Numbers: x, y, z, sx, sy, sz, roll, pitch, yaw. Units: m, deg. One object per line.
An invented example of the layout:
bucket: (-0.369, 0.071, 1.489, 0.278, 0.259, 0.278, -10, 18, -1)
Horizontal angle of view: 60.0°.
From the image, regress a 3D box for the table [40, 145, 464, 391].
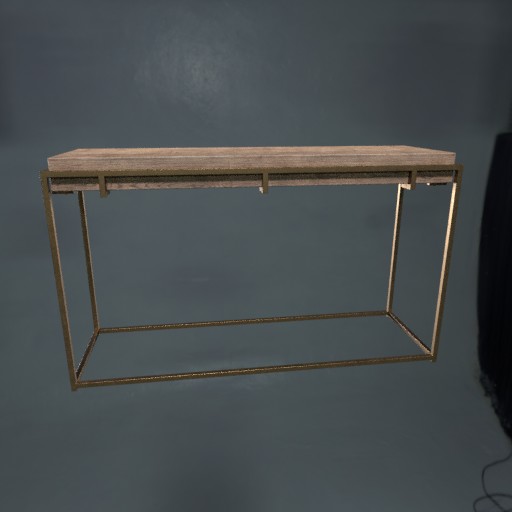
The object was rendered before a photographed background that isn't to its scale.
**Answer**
table: (0.000, 0.000, 1.769, 1.400, 0.820, 0.440, -2, 18, -8)
